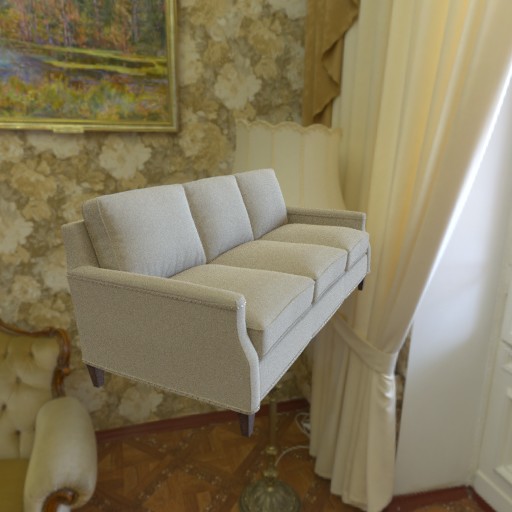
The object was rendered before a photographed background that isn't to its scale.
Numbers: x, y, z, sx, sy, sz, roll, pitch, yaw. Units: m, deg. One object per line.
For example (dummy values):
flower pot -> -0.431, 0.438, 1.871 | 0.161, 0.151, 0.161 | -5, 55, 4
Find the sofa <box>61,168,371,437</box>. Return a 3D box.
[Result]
sofa -> 0.000, 0.000, 2.943 | 1.084, 1.003, 2.246 | 8, 17, 25
